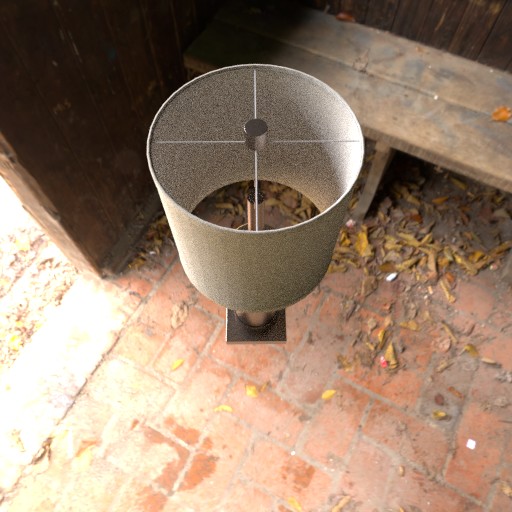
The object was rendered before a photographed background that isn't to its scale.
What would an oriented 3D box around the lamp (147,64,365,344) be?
[{"bbox_3d":[0.000,0.000,0.625,0.202,0.509,0.202,0,63,0],"label":"lamp"}]
